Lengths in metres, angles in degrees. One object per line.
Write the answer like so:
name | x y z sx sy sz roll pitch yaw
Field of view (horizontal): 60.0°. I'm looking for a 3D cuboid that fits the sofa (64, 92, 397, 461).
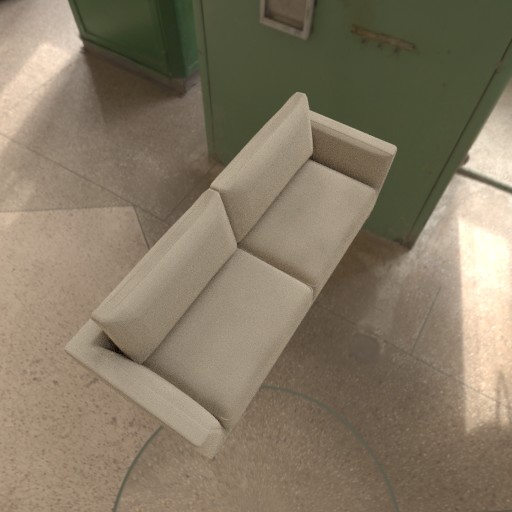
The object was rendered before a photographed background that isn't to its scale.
sofa | 0.000 0.000 2.762 0.868 1.005 2.214 29 62 17
